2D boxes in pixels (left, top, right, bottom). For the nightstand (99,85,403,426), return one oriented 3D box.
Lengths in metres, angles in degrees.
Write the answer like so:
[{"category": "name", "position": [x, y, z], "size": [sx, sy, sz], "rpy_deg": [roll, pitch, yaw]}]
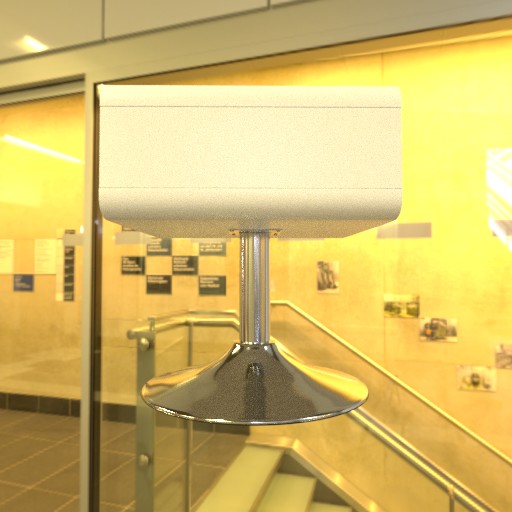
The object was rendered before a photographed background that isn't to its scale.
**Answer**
[{"category": "nightstand", "position": [0.000, 0.000, 0.761], "size": [0.404, 0.447, 0.399], "rpy_deg": [0, -2, -1]}]
